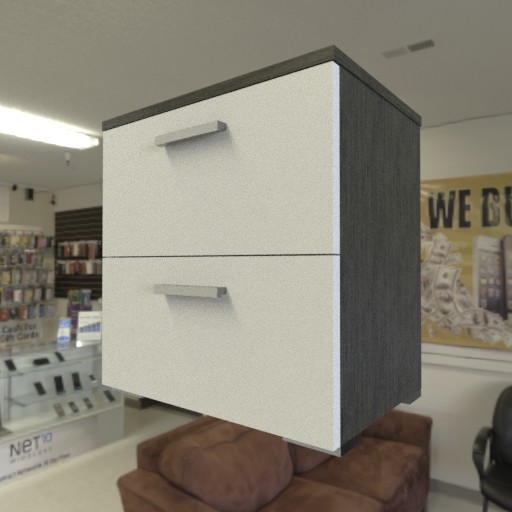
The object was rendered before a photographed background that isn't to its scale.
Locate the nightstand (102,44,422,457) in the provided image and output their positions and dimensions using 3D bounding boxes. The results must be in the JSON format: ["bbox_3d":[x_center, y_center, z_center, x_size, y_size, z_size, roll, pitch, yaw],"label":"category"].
[{"bbox_3d":[0.000,0.000,0.736,0.441,0.460,0.325,-1,-1,38],"label":"nightstand"}]
